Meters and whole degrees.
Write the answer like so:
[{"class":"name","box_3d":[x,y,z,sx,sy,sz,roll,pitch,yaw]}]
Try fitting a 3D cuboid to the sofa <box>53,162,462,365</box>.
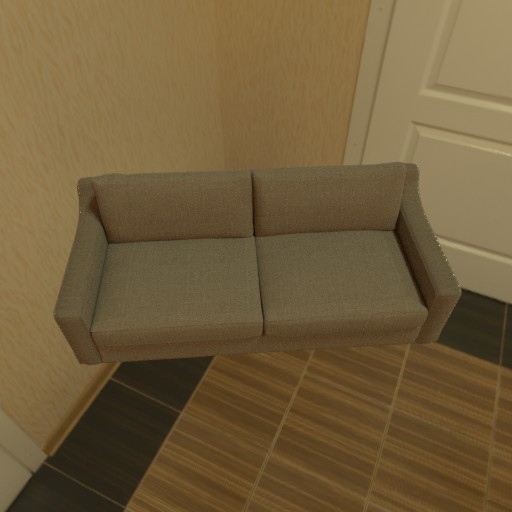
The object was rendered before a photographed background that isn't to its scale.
[{"class":"sofa","box_3d":[0.000,0.000,2.755,2.208,0.857,1.000,-3,48,-3]}]
